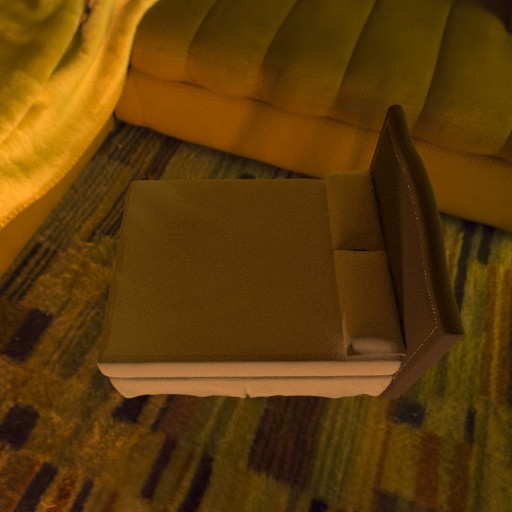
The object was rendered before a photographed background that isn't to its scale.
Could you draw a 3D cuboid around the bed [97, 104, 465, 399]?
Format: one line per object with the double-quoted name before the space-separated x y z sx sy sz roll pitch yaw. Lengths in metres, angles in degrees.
"bed" 0.000 0.000 3.069 2.036 1.387 1.666 0 58 0
